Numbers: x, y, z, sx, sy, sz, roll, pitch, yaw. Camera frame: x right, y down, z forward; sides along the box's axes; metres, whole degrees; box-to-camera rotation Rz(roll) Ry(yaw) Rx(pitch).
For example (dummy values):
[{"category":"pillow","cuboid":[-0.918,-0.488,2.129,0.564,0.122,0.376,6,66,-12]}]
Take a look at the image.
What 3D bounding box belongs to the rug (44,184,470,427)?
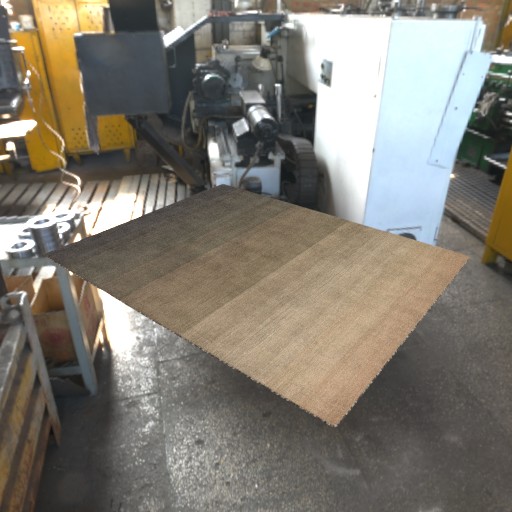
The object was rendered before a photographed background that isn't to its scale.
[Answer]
[{"category":"rug","cuboid":[0.000,0.000,3.832,2.902,0.017,2.306,21,36,33]}]
